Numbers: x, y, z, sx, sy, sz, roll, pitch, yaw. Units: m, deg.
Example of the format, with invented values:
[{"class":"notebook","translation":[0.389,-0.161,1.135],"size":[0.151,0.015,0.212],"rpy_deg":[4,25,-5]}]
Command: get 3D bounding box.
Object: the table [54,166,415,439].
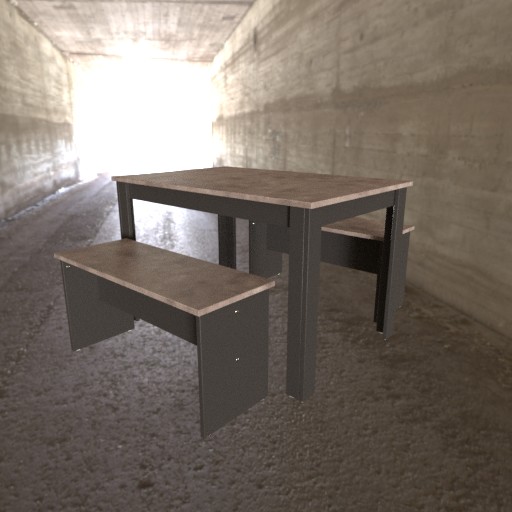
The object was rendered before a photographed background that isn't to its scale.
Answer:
[{"class":"table","translation":[0.000,0.000,2.023],"size":[1.100,0.700,1.443],"rpy_deg":[14,21,40]}]
